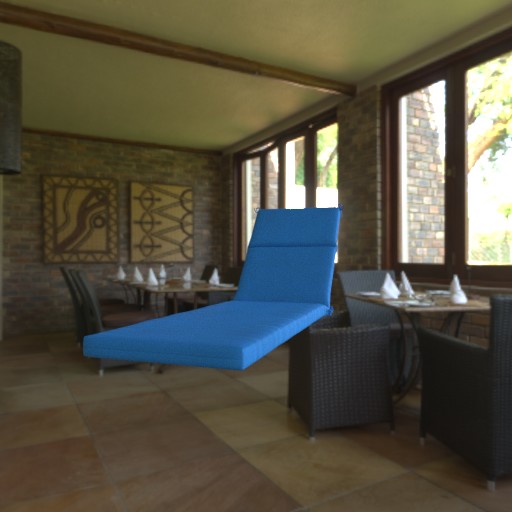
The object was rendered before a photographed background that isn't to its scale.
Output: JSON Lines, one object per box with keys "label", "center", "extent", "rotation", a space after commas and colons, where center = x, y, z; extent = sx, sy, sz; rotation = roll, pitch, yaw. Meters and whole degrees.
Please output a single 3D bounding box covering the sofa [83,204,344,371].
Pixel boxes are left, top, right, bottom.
{"label": "sofa", "center": [0.000, 0.000, 2.006], "extent": [0.582, 0.622, 1.663], "rotation": [0, 0, 19]}
